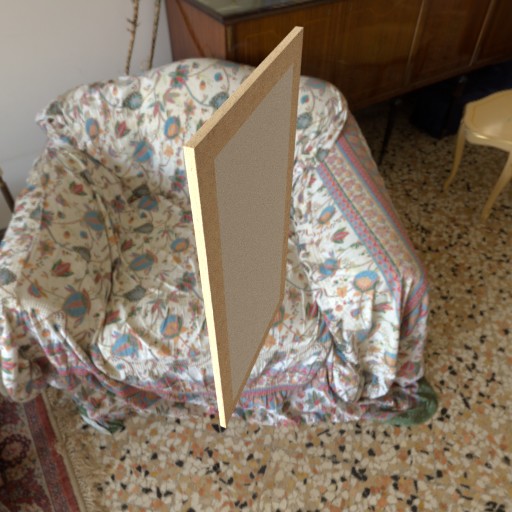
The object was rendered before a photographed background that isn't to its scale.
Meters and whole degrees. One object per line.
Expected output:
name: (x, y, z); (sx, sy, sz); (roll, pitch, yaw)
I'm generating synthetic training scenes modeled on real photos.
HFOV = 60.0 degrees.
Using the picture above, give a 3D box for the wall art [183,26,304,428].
wall art: (0.000, 0.000, 0.827); (0.013, 0.683, 0.381); (16, 48, 15)
